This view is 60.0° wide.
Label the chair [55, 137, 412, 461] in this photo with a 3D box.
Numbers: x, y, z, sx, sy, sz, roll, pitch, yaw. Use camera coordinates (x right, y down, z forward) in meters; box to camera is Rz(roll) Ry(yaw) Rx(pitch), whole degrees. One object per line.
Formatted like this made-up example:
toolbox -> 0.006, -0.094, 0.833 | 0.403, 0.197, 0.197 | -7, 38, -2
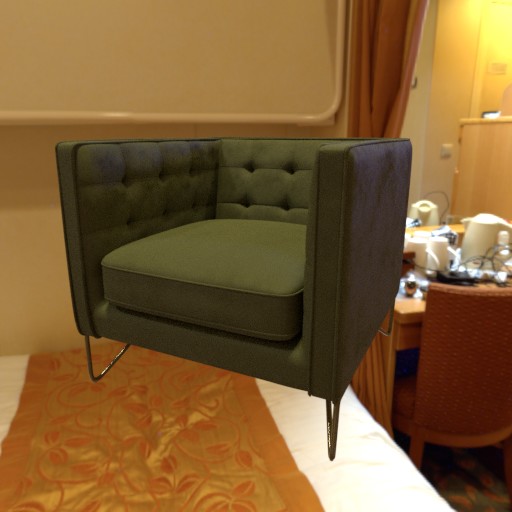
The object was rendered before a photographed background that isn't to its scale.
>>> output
chair -> 0.000, 0.000, 1.537 | 0.880, 0.790, 0.894 | 8, 17, 26
